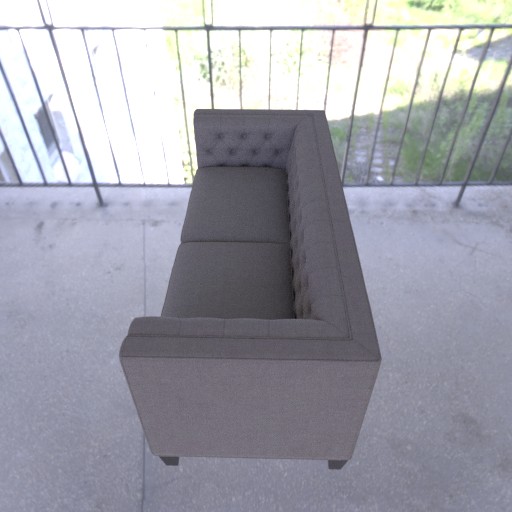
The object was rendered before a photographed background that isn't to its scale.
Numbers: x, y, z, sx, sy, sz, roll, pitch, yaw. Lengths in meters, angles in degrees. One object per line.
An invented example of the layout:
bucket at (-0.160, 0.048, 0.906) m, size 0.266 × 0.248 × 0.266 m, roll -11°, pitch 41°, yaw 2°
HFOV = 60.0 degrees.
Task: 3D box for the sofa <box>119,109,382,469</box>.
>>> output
sofa at (0.000, 0.000, 2.190) m, size 0.775 × 0.762 × 1.778 m, roll 1°, pitch 41°, yaw 1°
